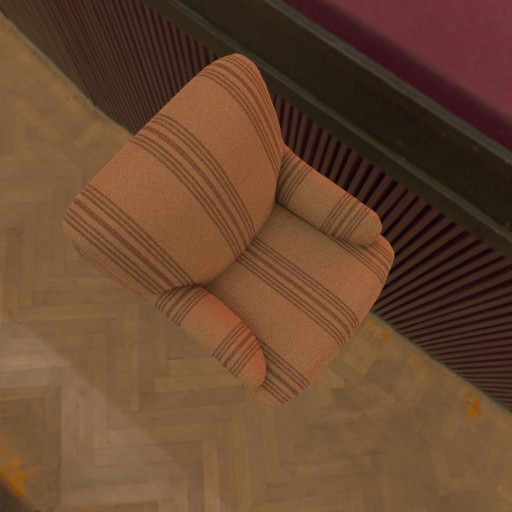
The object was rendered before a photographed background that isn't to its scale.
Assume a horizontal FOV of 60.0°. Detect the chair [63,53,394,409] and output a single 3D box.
[{"bbox_3d":[0.000,0.000,1.624,0.914,0.940,0.813,39,79,9],"label":"chair"}]
